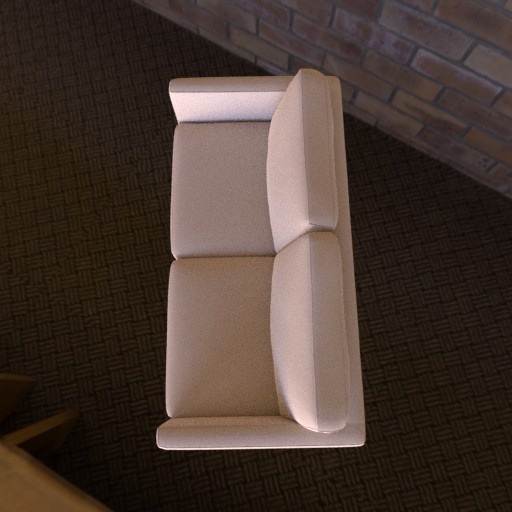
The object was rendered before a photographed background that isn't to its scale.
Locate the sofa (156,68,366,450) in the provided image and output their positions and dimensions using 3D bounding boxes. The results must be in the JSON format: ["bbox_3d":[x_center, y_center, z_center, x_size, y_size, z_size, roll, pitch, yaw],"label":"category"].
[{"bbox_3d":[0.000,0.000,2.215,0.873,0.888,1.722,-1,76,0],"label":"sofa"}]
